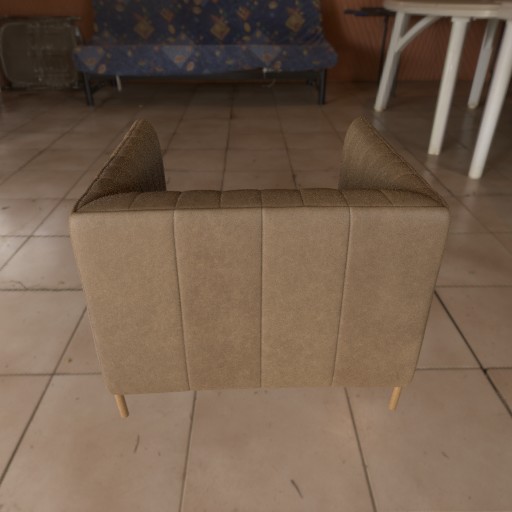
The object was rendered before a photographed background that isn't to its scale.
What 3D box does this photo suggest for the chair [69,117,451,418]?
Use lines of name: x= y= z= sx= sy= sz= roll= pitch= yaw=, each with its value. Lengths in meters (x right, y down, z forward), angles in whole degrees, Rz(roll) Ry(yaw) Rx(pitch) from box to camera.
chair: x=0.000 y=0.000 z=1.574 sx=0.981 sy=0.779 sz=0.876 roll=-1 pitch=31 yaw=-2
